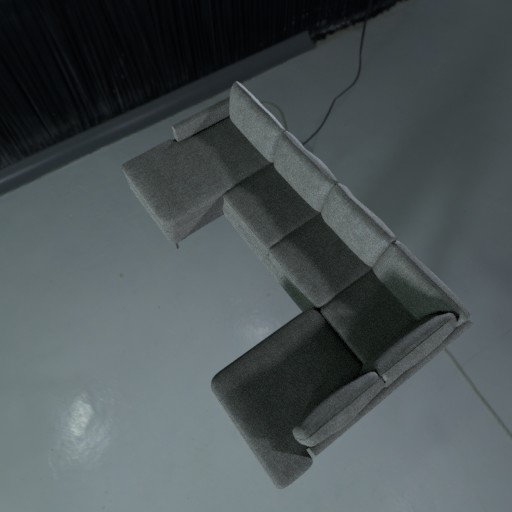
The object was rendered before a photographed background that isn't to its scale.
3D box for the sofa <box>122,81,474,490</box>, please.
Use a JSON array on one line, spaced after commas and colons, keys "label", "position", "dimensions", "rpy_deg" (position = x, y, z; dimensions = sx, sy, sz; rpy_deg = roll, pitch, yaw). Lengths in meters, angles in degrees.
[{"label": "sofa", "position": [0.000, 0.000, 4.213], "dimensions": [2.048, 0.999, 3.423], "rpy_deg": [-33, 67, -16]}]
